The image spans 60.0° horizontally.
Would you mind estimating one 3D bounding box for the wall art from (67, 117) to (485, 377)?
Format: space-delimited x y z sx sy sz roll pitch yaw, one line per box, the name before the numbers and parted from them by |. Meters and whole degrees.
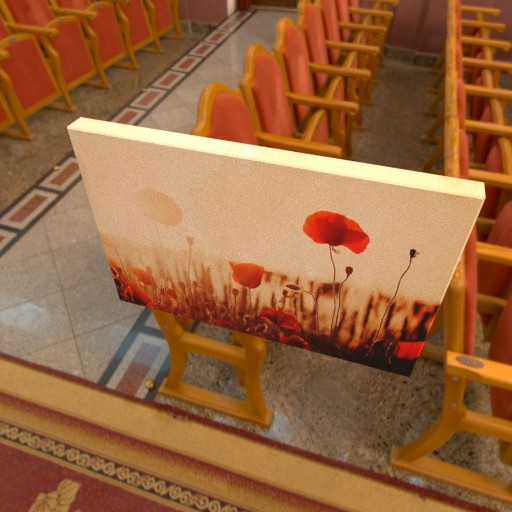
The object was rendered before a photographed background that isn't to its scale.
wall art | 0.000 0.000 0.770 0.613 0.402 0.040 13 44 13
